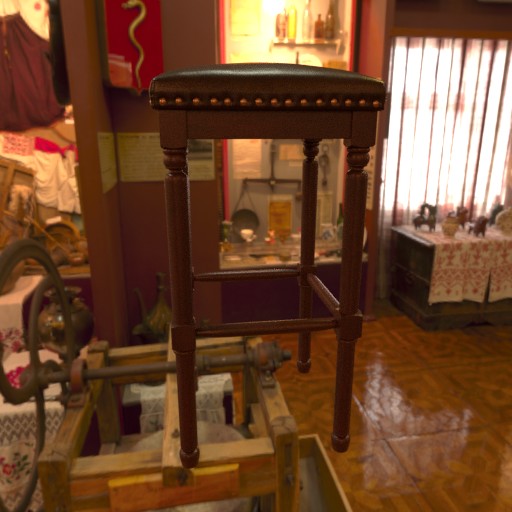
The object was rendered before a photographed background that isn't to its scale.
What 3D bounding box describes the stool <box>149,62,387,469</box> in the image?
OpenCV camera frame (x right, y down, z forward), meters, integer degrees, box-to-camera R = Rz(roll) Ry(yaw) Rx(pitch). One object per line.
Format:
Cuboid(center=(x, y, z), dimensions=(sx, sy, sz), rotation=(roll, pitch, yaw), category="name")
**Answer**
Cuboid(center=(0.000, 0.000, 0.961), dimensions=(0.382, 0.768, 0.383), rotation=(-2, 16, -8), category="stool")
